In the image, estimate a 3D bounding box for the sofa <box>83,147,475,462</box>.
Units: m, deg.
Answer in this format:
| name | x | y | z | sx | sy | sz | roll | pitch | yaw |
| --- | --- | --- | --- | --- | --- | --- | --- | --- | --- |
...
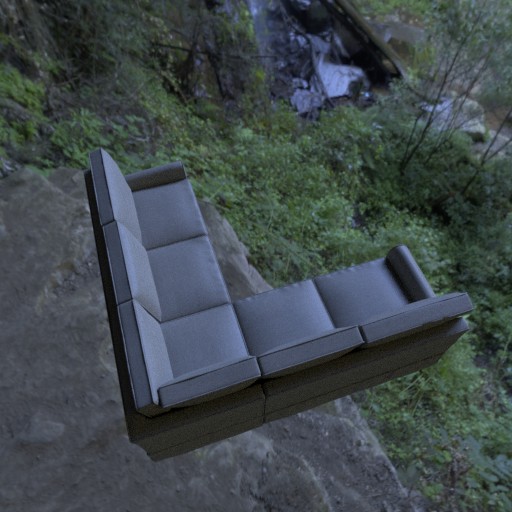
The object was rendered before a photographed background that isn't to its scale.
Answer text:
| name | x | y | z | sx | sy | sz | roll | pitch | yaw |
| --- | --- | --- | --- | --- | --- | --- | --- | --- | --- |
| sofa | 0.000 | 0.000 | 4.024 | 2.618 | 1.081 | 2.623 | -16 | 58 | -10 |
